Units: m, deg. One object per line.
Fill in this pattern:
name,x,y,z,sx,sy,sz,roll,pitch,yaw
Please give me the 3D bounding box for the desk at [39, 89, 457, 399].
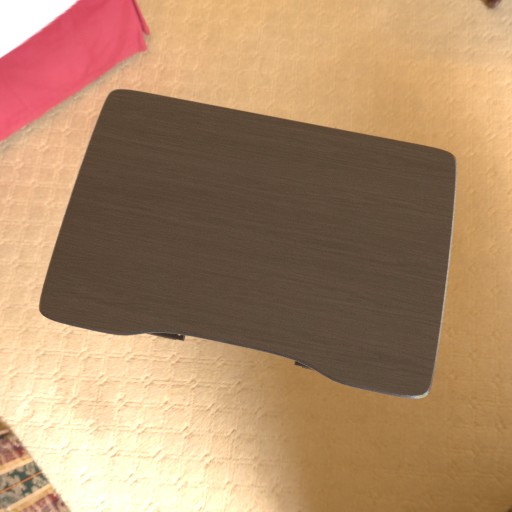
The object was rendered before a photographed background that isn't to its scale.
desk,0.000,0.000,1.162,0.820,0.470,0.546,12,77,3
